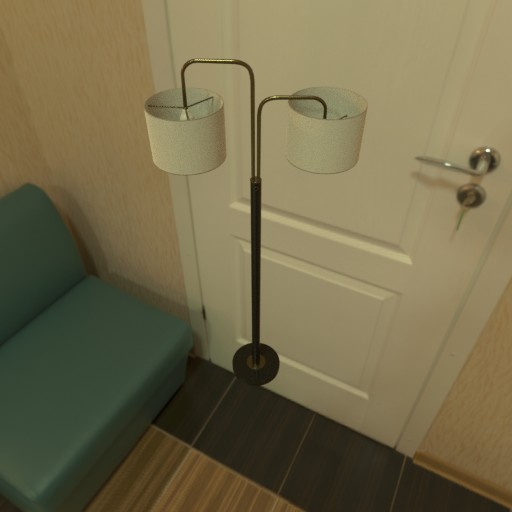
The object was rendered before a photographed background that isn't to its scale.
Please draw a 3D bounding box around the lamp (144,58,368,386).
[{"bbox_3d":[0.000,0.000,1.857,0.711,1.587,0.254,-1,42,-1],"label":"lamp"}]
